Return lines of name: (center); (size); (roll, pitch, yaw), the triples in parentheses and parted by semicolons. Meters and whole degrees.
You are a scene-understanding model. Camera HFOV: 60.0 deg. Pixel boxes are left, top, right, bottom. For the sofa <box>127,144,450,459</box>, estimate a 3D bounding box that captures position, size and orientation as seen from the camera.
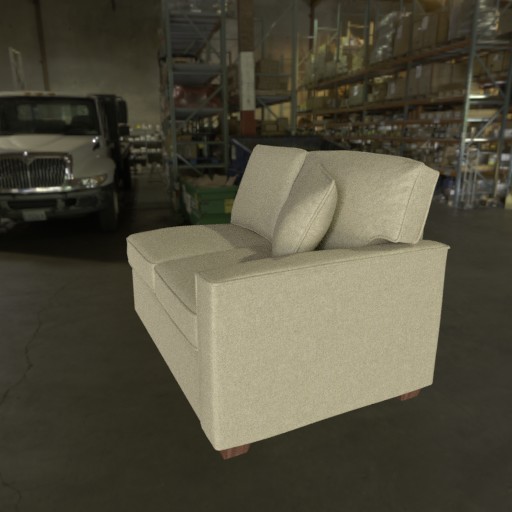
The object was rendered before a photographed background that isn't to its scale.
sofa: (0.000, 0.000, 2.100); (0.991, 0.989, 1.388); (-7, 17, -25)
